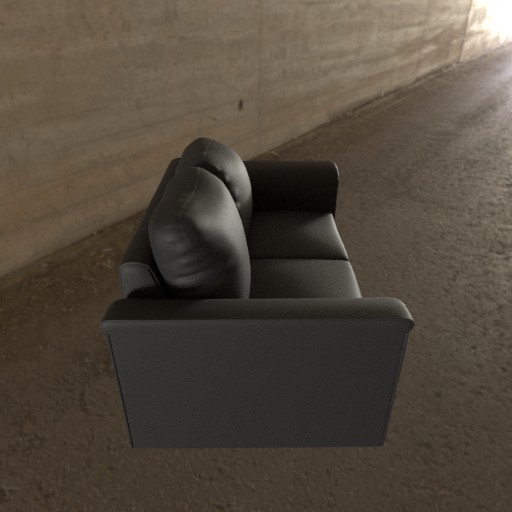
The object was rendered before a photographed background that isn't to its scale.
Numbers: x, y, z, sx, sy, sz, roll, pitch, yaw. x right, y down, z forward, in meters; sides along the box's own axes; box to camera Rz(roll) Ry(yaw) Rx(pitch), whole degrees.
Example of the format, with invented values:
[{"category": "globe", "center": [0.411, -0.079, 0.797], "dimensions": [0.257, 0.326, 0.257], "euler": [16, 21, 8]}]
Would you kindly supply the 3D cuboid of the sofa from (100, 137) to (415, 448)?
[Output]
[{"category": "sofa", "center": [0.000, 0.000, 1.922], "dimensions": [0.887, 0.845, 1.386], "euler": [0, 30, 0]}]
